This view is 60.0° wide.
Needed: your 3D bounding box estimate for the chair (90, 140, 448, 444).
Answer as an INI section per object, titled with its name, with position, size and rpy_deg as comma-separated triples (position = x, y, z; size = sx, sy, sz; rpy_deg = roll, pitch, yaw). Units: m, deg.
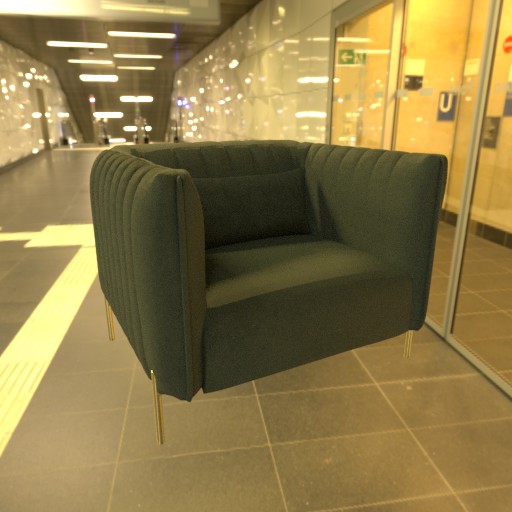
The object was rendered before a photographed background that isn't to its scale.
[chair]
position = 0.000, 0.000, 1.648
size = 1.032, 0.794, 0.877
rpy_deg = -10, 20, -27
